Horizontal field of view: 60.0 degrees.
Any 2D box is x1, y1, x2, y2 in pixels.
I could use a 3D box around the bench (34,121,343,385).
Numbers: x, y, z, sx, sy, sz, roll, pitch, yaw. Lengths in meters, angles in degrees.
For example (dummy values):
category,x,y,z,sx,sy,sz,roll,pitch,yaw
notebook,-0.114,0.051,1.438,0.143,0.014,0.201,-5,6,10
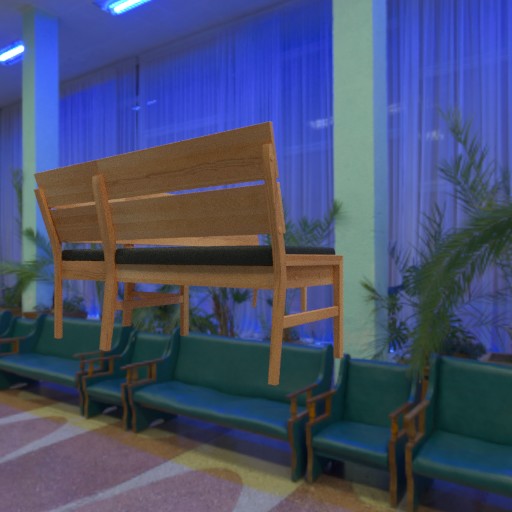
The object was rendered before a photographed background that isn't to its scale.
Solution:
category,x,y,z,sx,sy,sz,roll,pitch,yaw
bench,0.000,0.000,2.715,1.548,0.890,1.948,0,0,36
